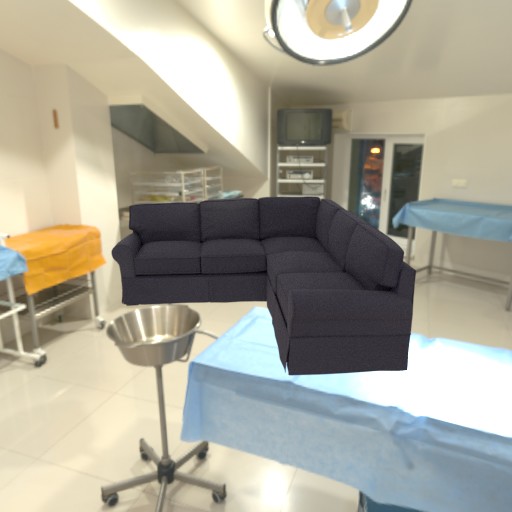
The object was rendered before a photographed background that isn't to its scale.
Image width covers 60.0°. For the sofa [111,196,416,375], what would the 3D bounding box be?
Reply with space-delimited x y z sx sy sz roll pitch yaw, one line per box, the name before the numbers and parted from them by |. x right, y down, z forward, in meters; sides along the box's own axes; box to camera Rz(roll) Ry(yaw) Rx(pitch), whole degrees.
sofa | 0.000 0.000 5.184 3.773 1.169 2.874 8 17 26
